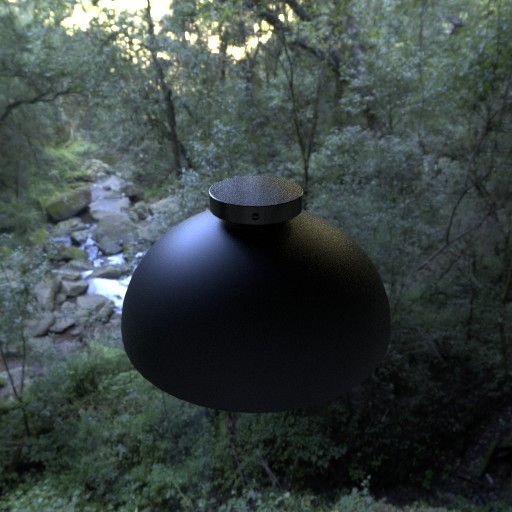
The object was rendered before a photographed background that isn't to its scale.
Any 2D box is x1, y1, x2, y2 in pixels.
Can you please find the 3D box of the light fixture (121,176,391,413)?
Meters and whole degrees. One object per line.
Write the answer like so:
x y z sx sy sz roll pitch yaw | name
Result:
0.000 0.000 0.566 0.355 0.177 0.355 0 27 0 | light fixture
